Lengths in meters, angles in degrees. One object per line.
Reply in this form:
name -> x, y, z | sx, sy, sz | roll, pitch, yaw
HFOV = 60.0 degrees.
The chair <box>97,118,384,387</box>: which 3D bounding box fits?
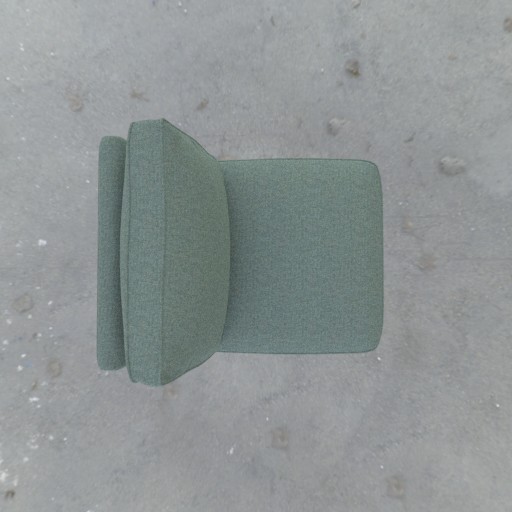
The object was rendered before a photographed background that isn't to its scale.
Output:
chair -> 0.000, 0.000, 1.427 | 0.796, 0.901, 0.624 | 0, 88, 0
